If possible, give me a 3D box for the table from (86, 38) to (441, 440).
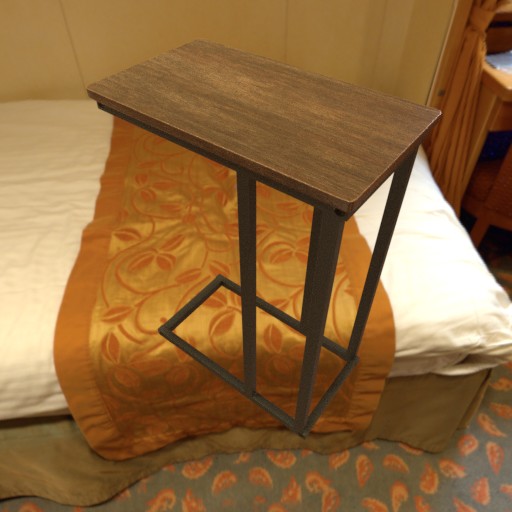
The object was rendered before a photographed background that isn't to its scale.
[{"bbox_3d":[0.000,0.000,0.856,0.450,0.637,0.254,29,52,25],"label":"table"}]
